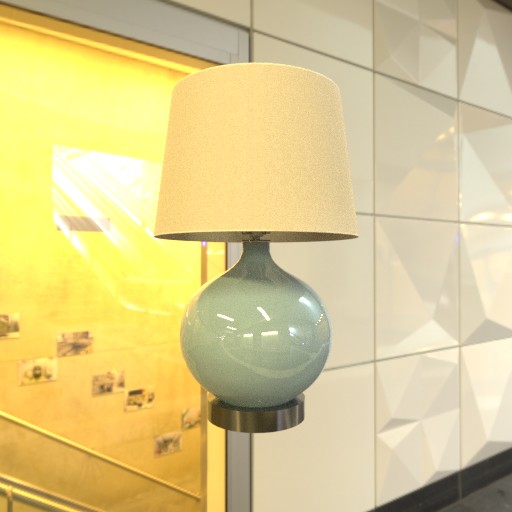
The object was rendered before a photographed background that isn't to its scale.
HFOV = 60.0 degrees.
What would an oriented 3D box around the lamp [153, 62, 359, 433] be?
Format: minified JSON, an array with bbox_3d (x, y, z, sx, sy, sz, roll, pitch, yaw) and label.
[{"bbox_3d":[0.000,0.000,0.545,0.247,0.387,0.247,0,-1,0],"label":"lamp"}]
